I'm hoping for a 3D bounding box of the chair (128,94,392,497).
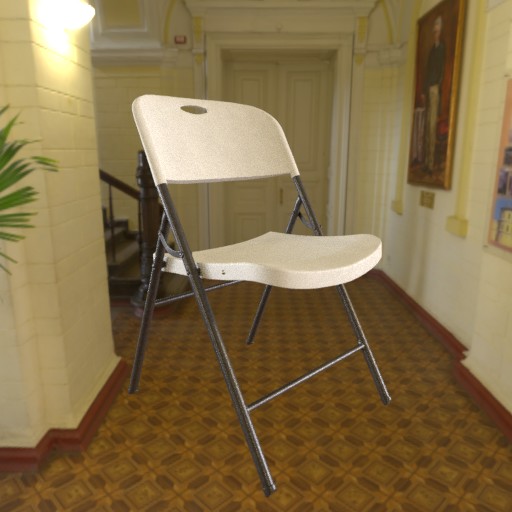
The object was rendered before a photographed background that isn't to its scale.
[{"bbox_3d":[0.000,0.000,1.142,0.494,0.810,0.566,-13,19,-43],"label":"chair"}]
